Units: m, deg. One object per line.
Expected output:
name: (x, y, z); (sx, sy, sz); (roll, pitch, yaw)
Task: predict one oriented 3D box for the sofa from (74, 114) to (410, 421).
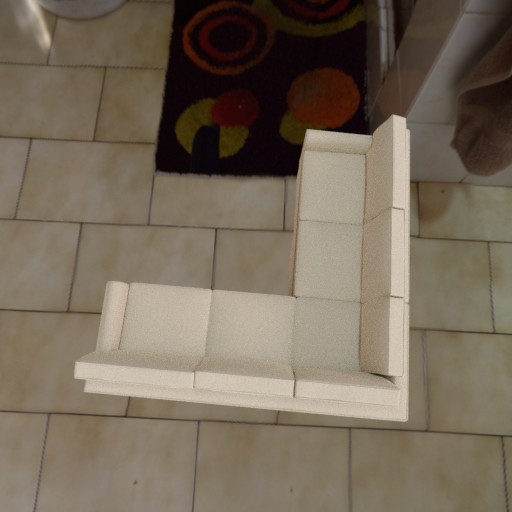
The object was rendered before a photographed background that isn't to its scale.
sofa: (0.000, 0.000, 4.054); (2.597, 1.070, 2.591); (5, 76, 1)
